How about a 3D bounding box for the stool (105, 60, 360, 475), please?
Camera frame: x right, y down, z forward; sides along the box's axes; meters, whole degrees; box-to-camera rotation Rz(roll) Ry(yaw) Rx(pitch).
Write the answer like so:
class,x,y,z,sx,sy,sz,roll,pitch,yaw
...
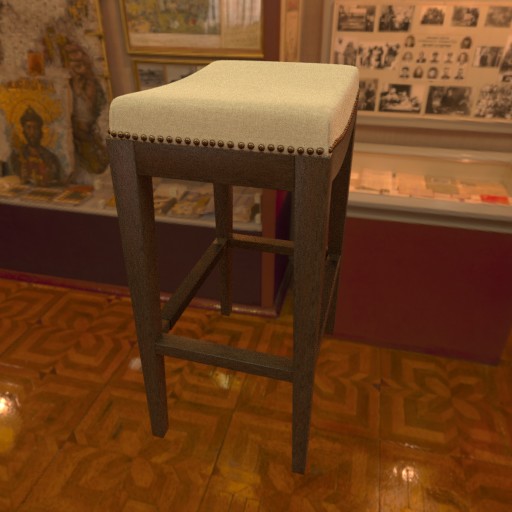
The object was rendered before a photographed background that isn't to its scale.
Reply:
class,x,y,z,sx,sy,sz,roll,pitch,yaw
stool,0.000,0.000,1.002,0.358,0.759,0.498,8,32,14
